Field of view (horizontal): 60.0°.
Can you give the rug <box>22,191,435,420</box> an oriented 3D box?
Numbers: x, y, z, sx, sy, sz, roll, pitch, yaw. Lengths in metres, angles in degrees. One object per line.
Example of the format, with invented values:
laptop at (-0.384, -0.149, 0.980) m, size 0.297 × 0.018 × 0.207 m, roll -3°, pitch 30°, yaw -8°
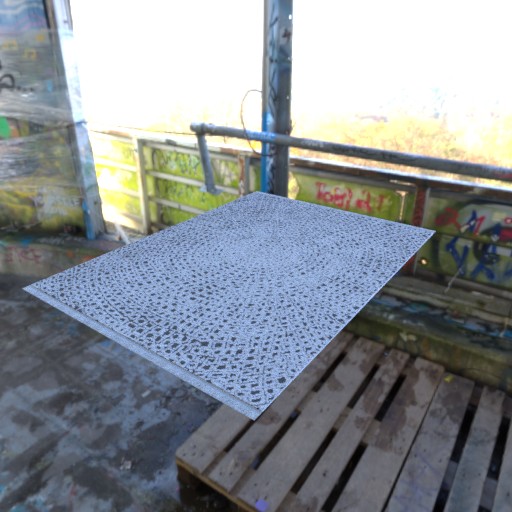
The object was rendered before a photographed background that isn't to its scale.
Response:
rug at (0.000, 0.000, 2.099) m, size 1.190 × 0.003 × 1.634 m, roll 18°, pitch 31°, yaw 32°
